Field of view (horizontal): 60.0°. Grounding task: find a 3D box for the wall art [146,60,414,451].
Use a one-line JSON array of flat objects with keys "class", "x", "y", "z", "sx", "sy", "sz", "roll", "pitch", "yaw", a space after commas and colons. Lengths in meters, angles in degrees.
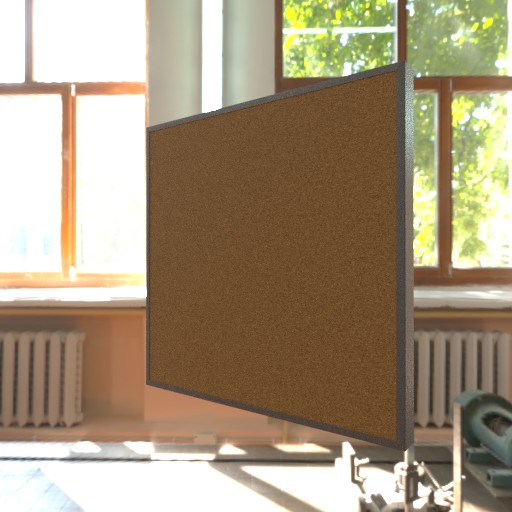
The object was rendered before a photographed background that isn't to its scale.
[{"class": "wall art", "x": 0.000, "y": 0.000, "z": 0.508, "sx": 0.349, "sy": 0.349, "sz": 0.028, "roll": 0, "pitch": 0, "yaw": 36}]
